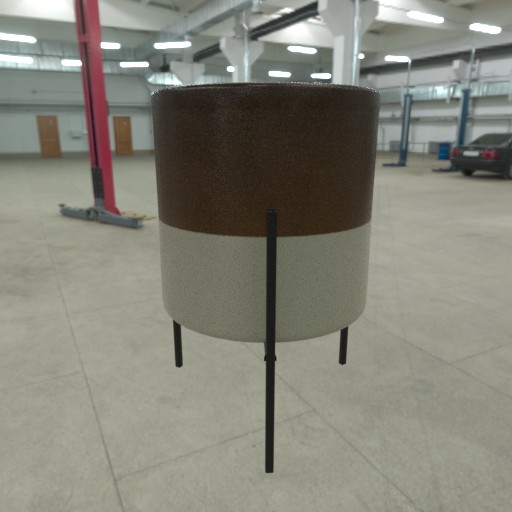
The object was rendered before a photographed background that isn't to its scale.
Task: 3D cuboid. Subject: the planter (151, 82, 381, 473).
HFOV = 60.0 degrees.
[{"bbox_3d":[0.000,0.000,0.542,0.269,0.375,0.255,8,18,26],"label":"planter"}]
